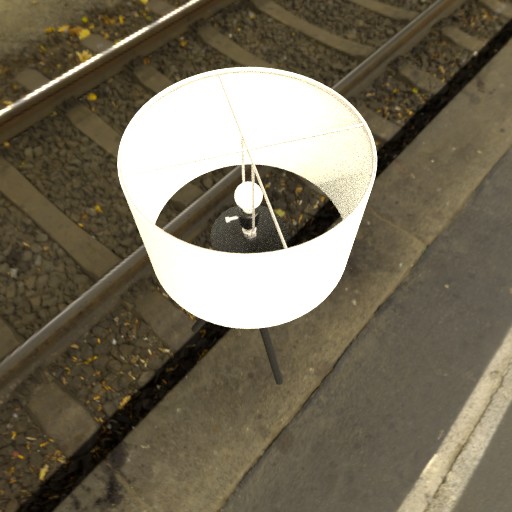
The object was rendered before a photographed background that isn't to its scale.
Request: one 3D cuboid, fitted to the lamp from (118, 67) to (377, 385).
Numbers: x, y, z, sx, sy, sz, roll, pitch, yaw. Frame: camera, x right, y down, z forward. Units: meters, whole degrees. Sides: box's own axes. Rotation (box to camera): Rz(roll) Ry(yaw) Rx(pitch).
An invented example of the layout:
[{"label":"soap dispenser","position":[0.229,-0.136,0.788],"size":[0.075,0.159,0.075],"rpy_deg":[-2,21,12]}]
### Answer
[{"label":"lamp","position":[0.000,0.000,0.914],"size":[0.353,0.674,0.422],"rpy_deg":[17,60,10]}]
